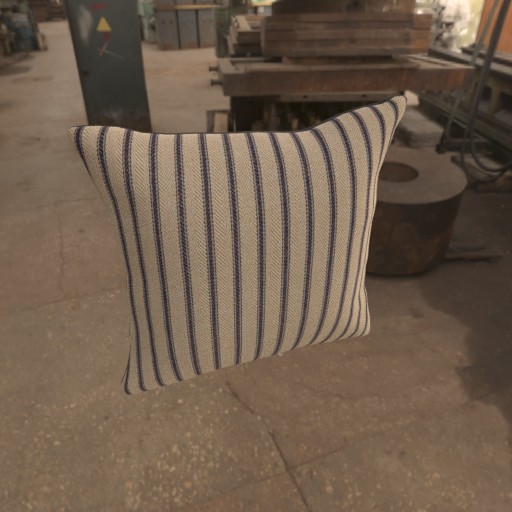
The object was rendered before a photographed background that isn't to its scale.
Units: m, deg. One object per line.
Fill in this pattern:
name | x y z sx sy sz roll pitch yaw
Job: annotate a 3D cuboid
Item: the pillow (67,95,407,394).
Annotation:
pillow | 0.000 0.000 0.685 0.468 0.444 0.138 -10 33 -17
